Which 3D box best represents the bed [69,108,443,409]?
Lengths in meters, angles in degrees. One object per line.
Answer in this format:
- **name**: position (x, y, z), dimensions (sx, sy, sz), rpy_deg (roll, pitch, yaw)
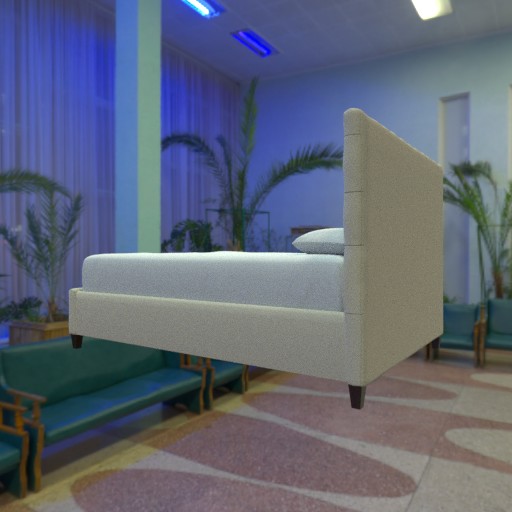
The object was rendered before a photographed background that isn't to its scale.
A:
- **bed**: position (0.000, 0.000, 3.424), dimensions (2.387, 1.427, 1.698), rpy_deg (0, 1, 35)
